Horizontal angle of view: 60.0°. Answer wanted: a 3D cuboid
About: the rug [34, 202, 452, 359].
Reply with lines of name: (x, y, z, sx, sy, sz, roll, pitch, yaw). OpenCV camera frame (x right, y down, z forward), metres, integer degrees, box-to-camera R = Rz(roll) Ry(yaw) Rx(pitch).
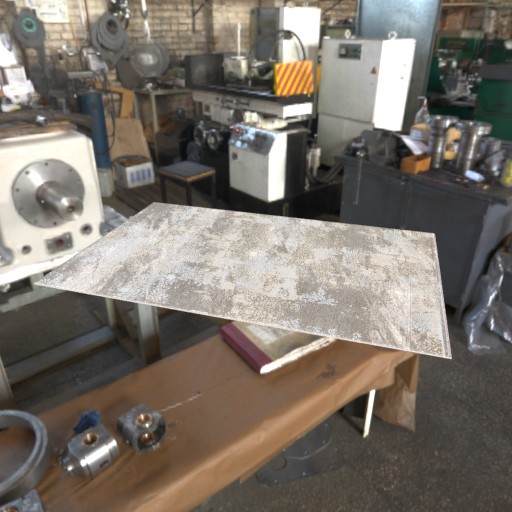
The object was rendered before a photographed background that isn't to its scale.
rug: (0.000, 0.000, 3.099, 2.431, 0.012, 1.536, 8, 28, 15)
